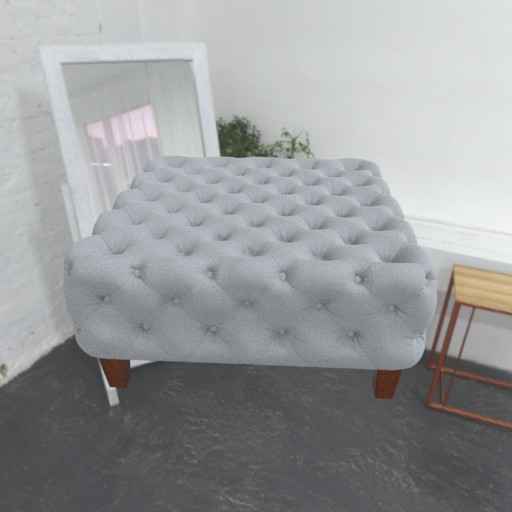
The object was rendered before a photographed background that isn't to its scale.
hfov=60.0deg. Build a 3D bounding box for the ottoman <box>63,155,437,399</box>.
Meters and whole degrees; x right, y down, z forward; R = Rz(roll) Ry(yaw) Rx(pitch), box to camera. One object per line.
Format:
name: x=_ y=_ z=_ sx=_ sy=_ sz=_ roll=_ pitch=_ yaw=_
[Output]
ottoman: x=0.000 y=0.000 z=1.219 sx=0.758 sy=0.365 sz=0.764 roll=2 pitch=29 yaw=3
